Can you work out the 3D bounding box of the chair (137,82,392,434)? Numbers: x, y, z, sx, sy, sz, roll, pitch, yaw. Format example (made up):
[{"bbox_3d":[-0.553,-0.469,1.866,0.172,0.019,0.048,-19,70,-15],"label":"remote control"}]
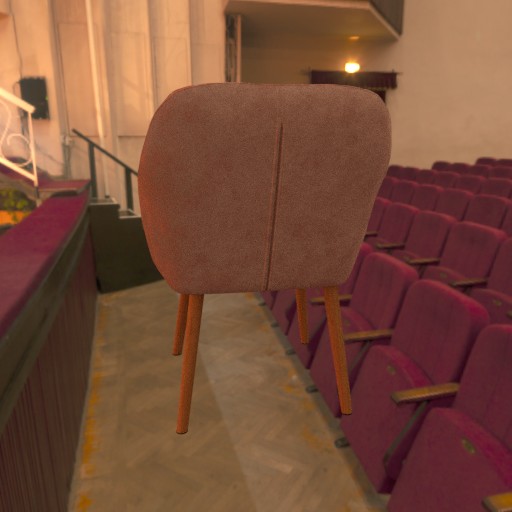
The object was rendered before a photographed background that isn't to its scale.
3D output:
[{"bbox_3d":[0.000,0.000,1.218,0.610,0.832,0.570,-3,15,-10],"label":"chair"}]
